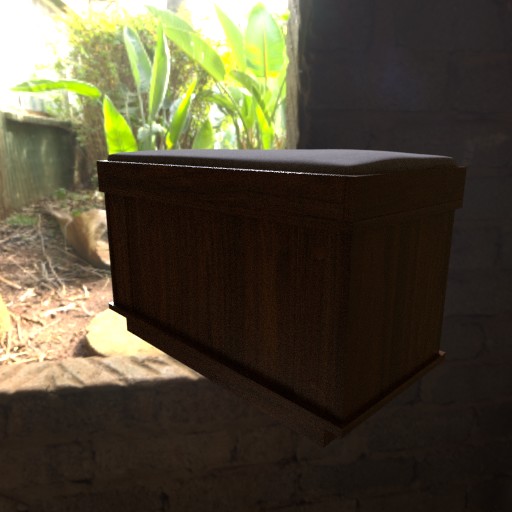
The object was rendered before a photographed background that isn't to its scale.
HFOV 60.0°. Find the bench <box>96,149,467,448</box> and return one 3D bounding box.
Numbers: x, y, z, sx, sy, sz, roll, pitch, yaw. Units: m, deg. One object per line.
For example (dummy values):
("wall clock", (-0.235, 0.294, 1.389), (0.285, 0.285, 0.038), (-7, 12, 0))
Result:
("bench", (0.000, 0.000, 0.983), (0.362, 0.461, 0.734), (-13, 19, -42))
